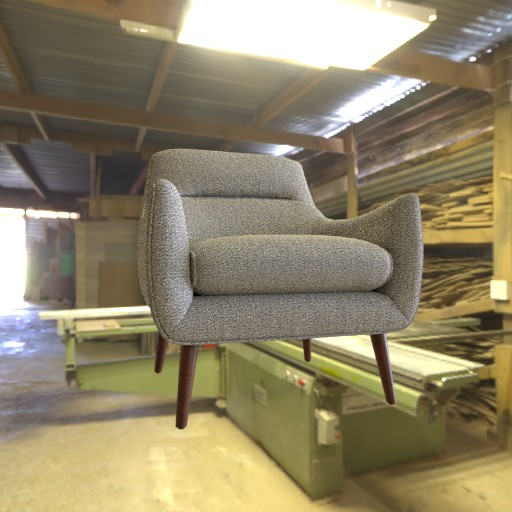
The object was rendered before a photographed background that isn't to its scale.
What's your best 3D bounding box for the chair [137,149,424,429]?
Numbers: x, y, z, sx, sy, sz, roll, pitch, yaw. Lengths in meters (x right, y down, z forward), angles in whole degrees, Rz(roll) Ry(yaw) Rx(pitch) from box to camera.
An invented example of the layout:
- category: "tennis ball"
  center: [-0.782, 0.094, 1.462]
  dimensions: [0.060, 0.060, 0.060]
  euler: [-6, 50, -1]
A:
- category: "chair"
  center: [0.000, 0.000, 1.471]
  dimensions: [0.762, 0.838, 0.787]
  euler: [0, -1, -18]
